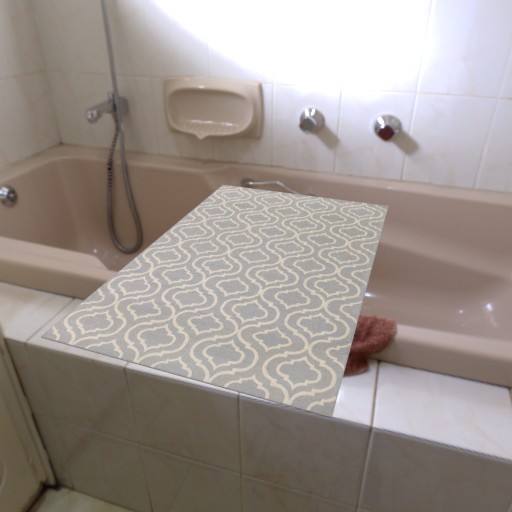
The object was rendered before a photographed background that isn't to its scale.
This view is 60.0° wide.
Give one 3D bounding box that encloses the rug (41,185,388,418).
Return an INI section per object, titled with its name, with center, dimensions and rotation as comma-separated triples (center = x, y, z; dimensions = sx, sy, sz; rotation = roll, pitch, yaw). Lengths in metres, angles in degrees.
[rug]
center = 0.000, 0.000, 2.259
dimensions = 1.141, 0.015, 1.749
rotation = 10, 31, 17
